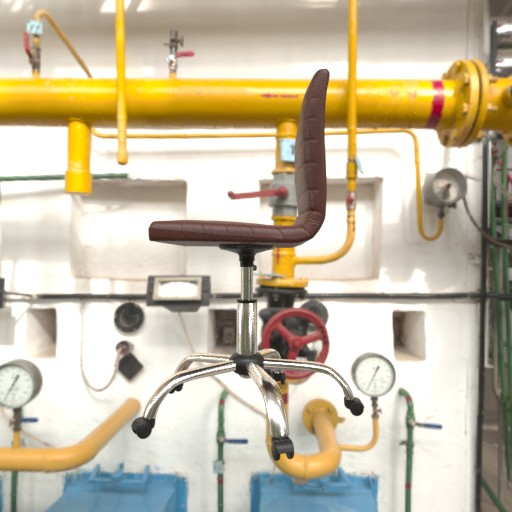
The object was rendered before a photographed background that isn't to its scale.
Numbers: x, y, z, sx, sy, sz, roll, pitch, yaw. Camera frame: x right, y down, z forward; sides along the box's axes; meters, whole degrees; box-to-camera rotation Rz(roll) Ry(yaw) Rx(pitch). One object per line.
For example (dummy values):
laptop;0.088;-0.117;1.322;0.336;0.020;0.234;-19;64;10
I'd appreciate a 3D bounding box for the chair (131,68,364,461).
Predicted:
chair;0.000;0.000;1.107;0.530;0.780;0.556;0;0;2
